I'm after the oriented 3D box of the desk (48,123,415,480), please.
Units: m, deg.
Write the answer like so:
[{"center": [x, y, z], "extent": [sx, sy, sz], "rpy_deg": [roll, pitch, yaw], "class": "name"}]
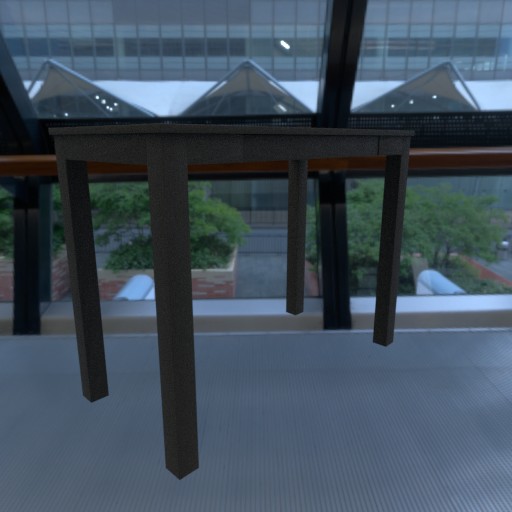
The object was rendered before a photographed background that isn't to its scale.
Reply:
[{"center": [0.000, 0.000, 1.390], "extent": [0.499, 0.762, 0.991], "rpy_deg": [14, 20, 43], "class": "desk"}]
